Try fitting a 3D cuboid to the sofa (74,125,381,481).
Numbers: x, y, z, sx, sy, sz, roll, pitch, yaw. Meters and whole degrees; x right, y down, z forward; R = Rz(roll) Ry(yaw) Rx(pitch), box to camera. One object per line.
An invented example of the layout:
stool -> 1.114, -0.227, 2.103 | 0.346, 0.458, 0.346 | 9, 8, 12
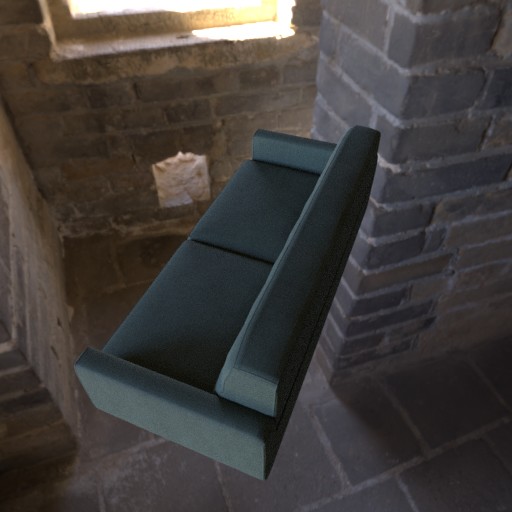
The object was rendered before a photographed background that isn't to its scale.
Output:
sofa -> 0.000, 0.000, 2.463 | 0.909, 0.841, 2.029 | 16, 48, 15
